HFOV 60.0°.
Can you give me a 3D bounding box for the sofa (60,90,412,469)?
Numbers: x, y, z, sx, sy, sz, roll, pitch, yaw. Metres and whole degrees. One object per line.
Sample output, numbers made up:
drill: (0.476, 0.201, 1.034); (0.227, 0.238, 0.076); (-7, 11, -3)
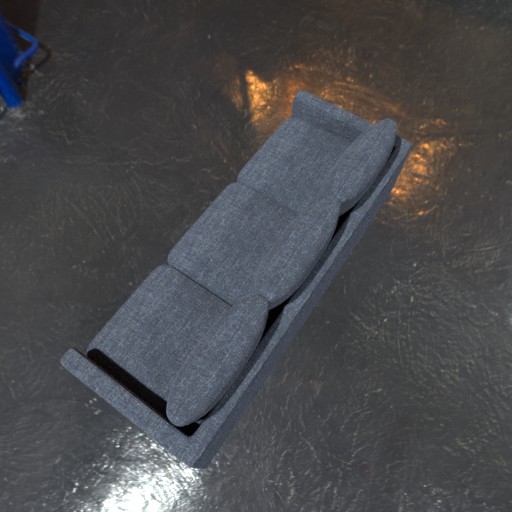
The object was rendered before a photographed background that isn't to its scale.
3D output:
sofa: (0.000, 0.000, 2.643); (0.859, 0.874, 2.218); (32, 68, 15)
